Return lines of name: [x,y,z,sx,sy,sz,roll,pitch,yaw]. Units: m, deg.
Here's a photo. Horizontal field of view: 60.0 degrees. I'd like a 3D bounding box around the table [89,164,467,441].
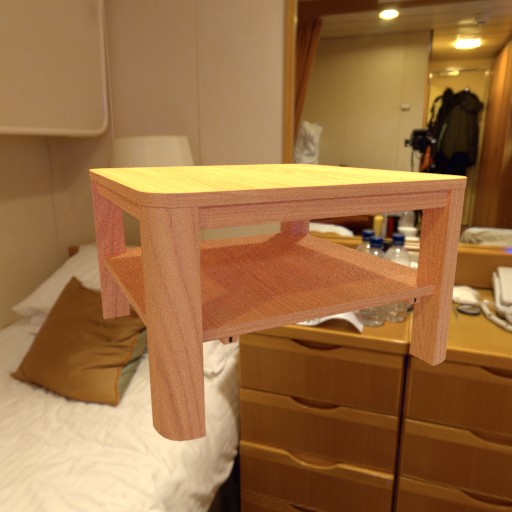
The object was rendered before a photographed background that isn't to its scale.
table: [0.000,0.000,1.213,0.750,0.450,0.750,-7,16,-26]
